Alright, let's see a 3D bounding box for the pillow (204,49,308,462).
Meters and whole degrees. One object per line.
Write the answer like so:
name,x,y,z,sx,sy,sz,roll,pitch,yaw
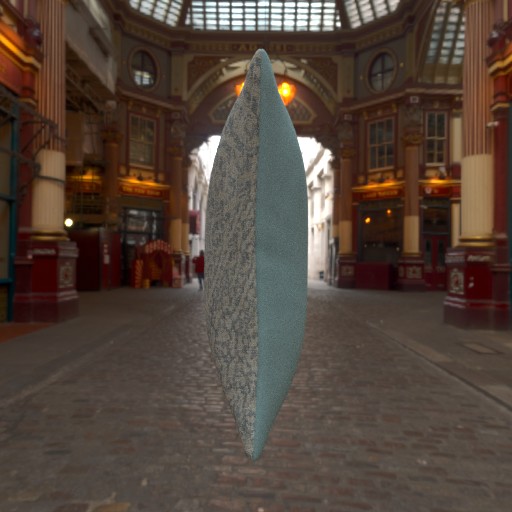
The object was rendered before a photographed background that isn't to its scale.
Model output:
pillow,0.000,0.000,0.802,0.166,0.507,0.526,0,0,0
